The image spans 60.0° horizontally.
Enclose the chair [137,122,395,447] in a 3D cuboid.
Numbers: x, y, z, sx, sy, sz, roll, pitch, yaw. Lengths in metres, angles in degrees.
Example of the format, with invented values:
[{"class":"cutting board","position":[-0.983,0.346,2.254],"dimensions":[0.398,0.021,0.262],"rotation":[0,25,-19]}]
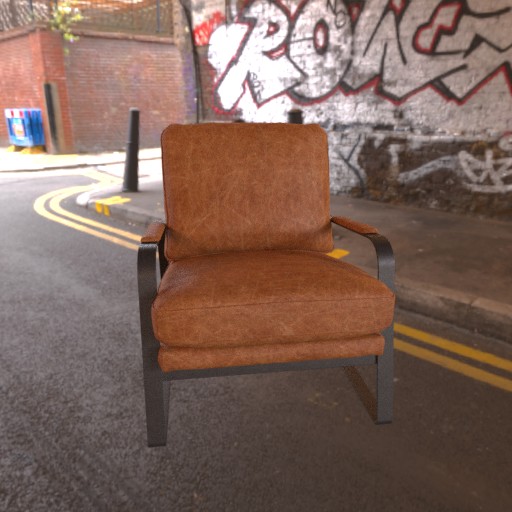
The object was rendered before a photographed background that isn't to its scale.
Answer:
[{"class":"chair","position":[0.000,0.000,1.364],"dimensions":[0.651,0.777,0.801],"rotation":[-3,18,-8]}]
